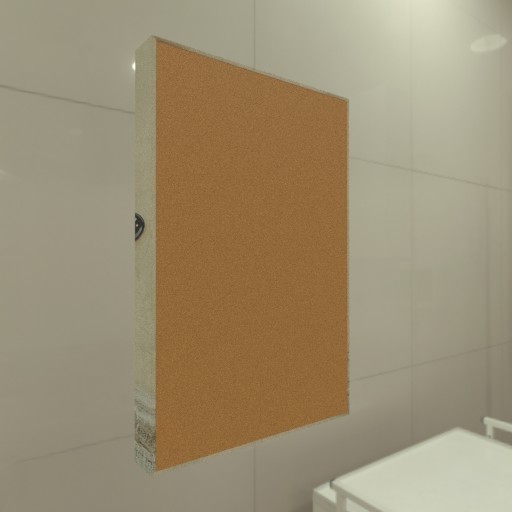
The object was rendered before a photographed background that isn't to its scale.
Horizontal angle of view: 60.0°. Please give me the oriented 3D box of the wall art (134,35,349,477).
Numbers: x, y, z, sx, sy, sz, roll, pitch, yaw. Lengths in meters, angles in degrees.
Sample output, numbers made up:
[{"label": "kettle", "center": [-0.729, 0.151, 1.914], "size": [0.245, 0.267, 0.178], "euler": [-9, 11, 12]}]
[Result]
[{"label": "wall art", "center": [0.000, 0.000, 0.473], "size": [0.254, 0.381, 0.038], "euler": [0, 0, -37]}]
